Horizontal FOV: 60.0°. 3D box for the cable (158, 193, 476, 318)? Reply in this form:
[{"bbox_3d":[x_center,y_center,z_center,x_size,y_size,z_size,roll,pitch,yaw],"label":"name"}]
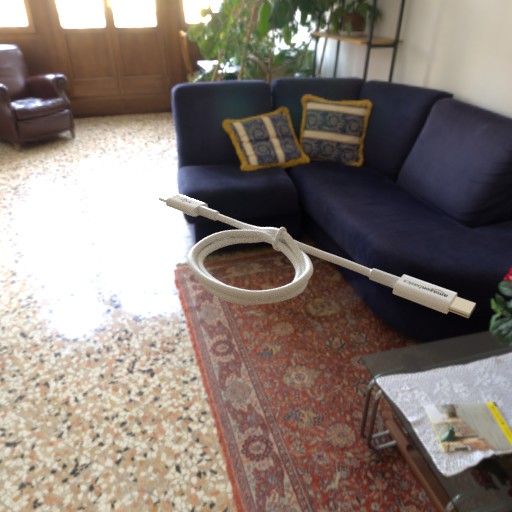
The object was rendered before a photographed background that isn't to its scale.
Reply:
[{"bbox_3d":[0.000,0.000,0.231,0.203,0.014,0.070,22,37,32],"label":"cable"}]
